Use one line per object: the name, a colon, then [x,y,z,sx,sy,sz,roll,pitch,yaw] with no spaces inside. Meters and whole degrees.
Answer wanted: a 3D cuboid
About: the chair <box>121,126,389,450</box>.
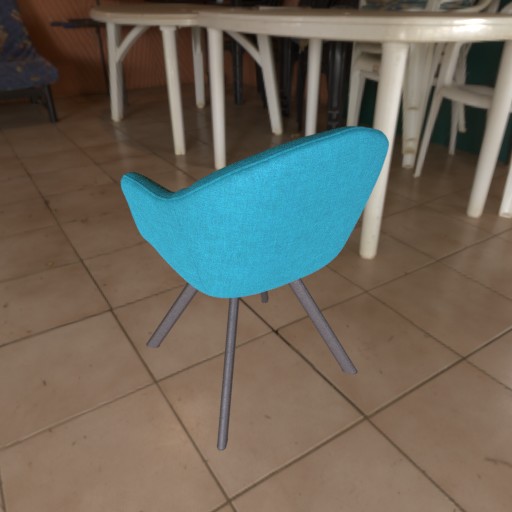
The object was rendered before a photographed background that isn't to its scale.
chair: [0.000,0.000,1.170,0.545,0.775,0.565,-19,35,-29]
